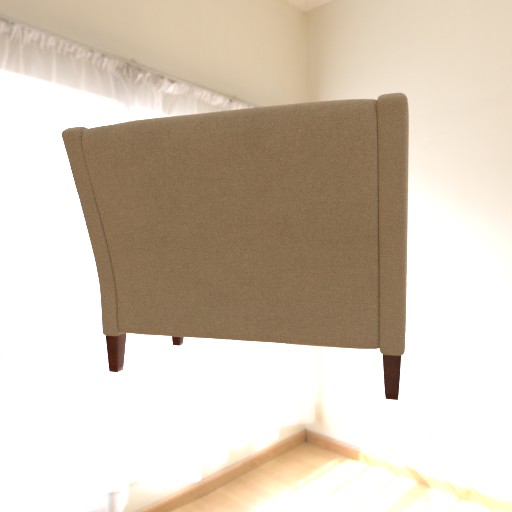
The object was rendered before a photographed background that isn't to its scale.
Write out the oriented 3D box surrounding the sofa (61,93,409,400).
[{"bbox_3d":[0.000,0.000,1.886,1.212,0.976,0.946,0,1,18],"label":"sofa"}]
